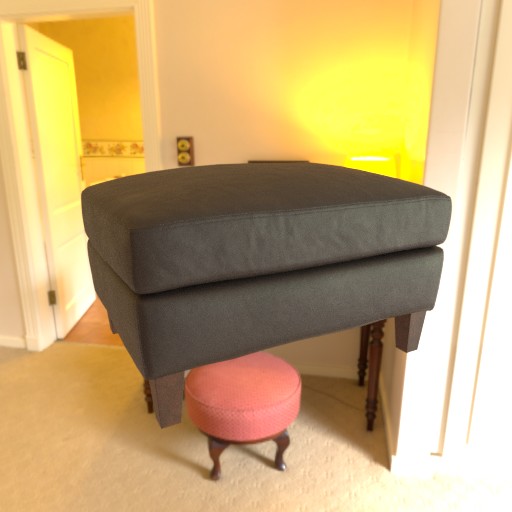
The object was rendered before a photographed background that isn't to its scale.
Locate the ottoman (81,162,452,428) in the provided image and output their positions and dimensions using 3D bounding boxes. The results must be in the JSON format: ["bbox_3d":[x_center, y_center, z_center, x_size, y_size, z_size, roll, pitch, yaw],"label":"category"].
[{"bbox_3d":[0.000,0.000,1.284,0.887,0.529,0.659,-8,17,-27],"label":"ottoman"}]
